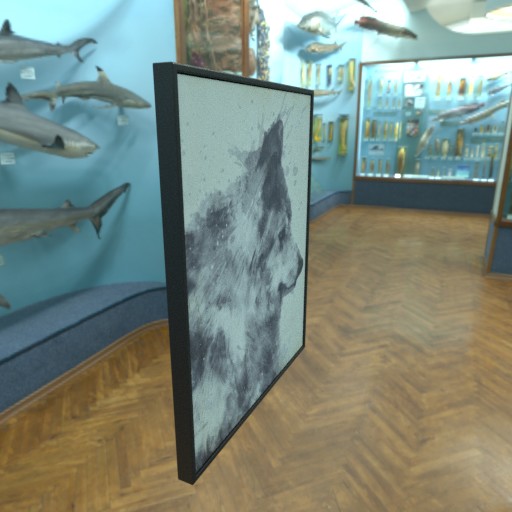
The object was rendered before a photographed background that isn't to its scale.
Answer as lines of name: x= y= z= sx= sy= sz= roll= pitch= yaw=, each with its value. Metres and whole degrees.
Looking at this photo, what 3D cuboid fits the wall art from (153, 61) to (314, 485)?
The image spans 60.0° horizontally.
wall art: x=0.000 y=0.000 z=0.745 sx=0.028 sy=0.551 sz=0.451 roll=8 pitch=18 yaw=25
